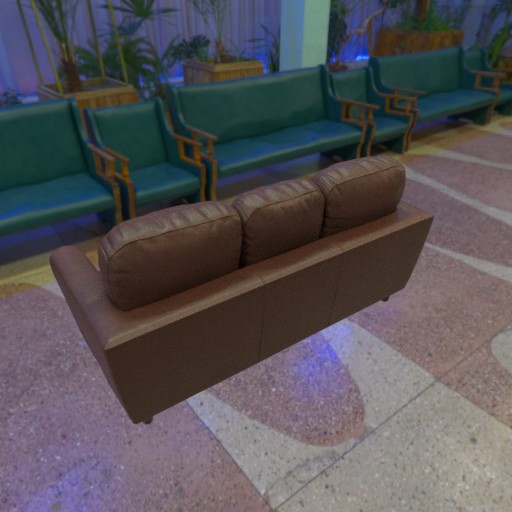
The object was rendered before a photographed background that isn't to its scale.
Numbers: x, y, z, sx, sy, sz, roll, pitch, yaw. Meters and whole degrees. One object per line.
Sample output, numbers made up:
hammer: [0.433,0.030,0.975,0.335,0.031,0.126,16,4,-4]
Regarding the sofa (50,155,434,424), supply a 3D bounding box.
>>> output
sofa: [0.000,0.000,2.340,1.862,0.915,0.802,-20,37,-29]
